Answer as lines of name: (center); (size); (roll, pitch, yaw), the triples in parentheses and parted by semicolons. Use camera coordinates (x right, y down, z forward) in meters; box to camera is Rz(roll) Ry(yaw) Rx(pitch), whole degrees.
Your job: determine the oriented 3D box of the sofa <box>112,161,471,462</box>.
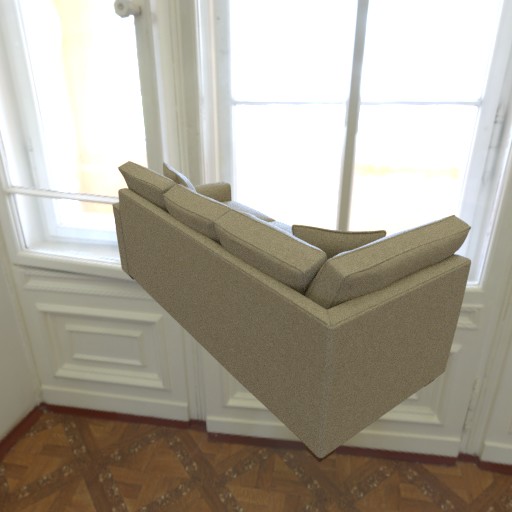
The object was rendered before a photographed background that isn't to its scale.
sofa: (0.000, 0.000, 2.883); (1.053, 0.948, 2.323); (-17, 30, -32)
